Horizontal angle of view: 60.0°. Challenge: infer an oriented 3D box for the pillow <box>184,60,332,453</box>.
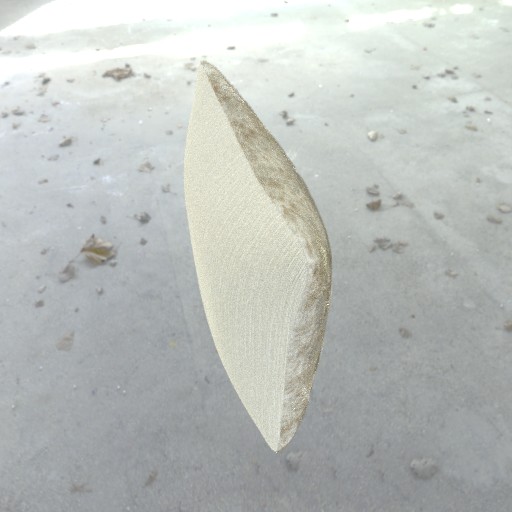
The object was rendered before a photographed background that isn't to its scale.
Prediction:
[{"bbox_3d":[0.000,0.000,0.811,0.216,0.525,0.538,-12,46,-11],"label":"pillow"}]
